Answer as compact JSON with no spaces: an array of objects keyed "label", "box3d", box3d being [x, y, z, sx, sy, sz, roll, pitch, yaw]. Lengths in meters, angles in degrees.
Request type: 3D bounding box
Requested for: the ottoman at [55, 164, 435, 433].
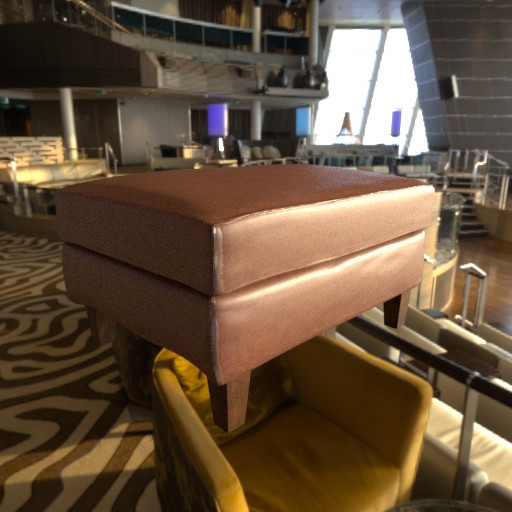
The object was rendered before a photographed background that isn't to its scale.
[{"label":"ottoman","box3d":[0.000,0.000,1.234,0.650,0.485,0.851,14,21,43]}]
